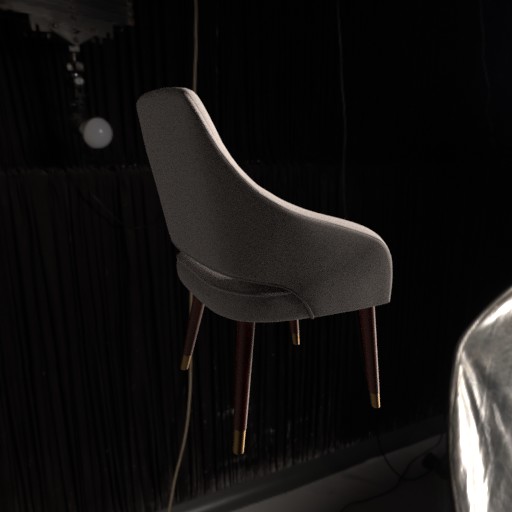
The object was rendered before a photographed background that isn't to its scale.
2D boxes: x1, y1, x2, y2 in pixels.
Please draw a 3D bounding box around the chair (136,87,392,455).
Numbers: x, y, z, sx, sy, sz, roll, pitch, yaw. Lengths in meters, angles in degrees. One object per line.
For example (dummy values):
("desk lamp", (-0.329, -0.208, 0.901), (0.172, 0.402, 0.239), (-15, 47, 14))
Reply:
("chair", (0.000, 0.000, 1.309), (0.600, 0.889, 0.609), (-7, 16, -25))
